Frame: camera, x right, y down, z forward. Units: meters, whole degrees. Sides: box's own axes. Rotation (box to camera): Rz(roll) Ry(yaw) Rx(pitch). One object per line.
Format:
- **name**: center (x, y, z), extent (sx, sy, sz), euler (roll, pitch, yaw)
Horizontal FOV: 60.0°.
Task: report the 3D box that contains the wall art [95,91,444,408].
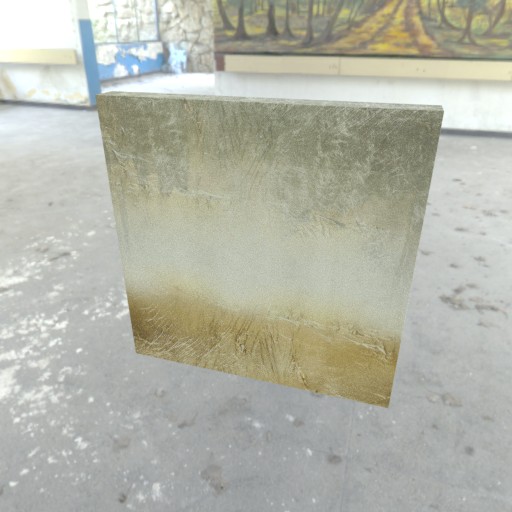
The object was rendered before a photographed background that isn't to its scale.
- **wall art**: center (0.000, 0.000, 0.606), extent (0.405, 0.407, 0.038), euler (8, 28, 15)
